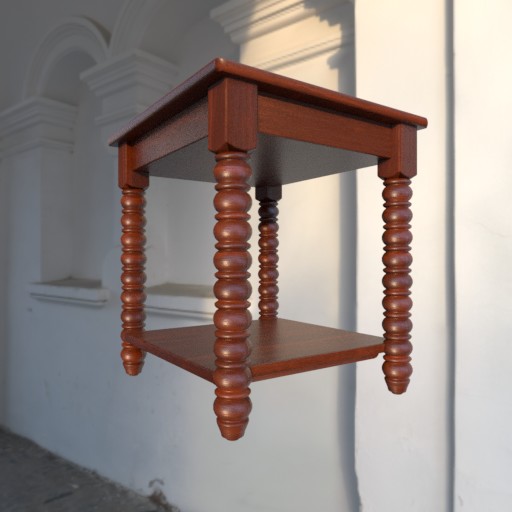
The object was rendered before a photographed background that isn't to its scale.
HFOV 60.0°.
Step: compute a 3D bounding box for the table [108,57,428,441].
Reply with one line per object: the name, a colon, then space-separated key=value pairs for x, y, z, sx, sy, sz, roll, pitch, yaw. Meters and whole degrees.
table: x=0.000 y=0.000 z=0.987 sx=0.500 sy=0.567 sz=0.533 roll=0 pitch=0 yaw=-35
